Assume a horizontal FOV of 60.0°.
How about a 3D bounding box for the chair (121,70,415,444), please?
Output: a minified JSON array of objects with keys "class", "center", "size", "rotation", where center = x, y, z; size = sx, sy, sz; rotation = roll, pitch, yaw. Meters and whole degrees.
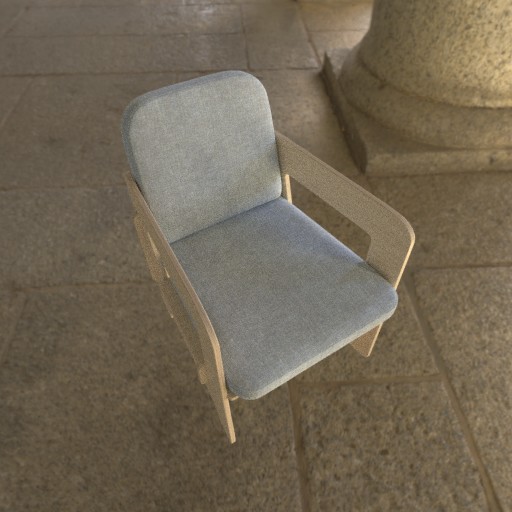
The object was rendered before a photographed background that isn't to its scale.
[{"class":"chair","center":[0.000,0.000,1.293],"size":[0.590,0.800,0.710],"rotation":[-25,52,-22]}]
